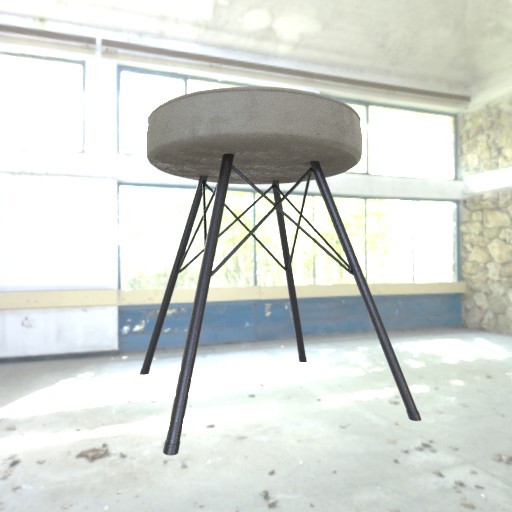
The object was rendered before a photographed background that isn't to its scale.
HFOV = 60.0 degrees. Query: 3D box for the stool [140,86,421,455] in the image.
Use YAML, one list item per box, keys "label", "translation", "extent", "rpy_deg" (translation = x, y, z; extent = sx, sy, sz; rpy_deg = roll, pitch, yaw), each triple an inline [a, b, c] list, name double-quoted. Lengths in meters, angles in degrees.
- label: "stool"
  translation: [0.000, 0.000, 0.872]
  extent: [0.423, 0.538, 0.457]
  rpy_deg: [0, -1, -19]
